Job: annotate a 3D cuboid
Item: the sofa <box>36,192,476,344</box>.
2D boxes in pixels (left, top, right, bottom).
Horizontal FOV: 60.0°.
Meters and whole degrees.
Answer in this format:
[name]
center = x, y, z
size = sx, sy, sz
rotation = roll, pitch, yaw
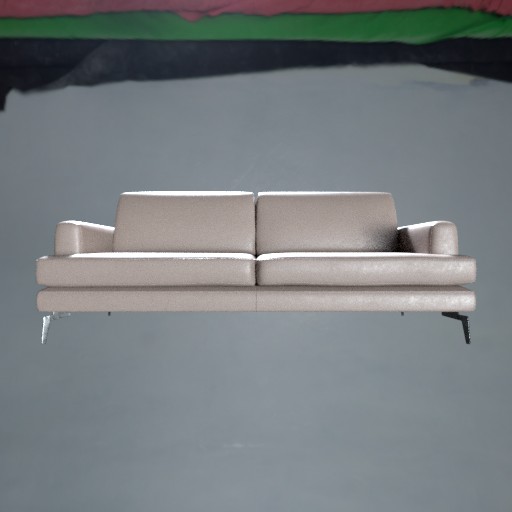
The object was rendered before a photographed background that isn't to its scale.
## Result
[sofa]
center = 0.000, 0.000, 2.402
size = 1.940, 0.765, 0.974
rotation = 0, 0, 0
